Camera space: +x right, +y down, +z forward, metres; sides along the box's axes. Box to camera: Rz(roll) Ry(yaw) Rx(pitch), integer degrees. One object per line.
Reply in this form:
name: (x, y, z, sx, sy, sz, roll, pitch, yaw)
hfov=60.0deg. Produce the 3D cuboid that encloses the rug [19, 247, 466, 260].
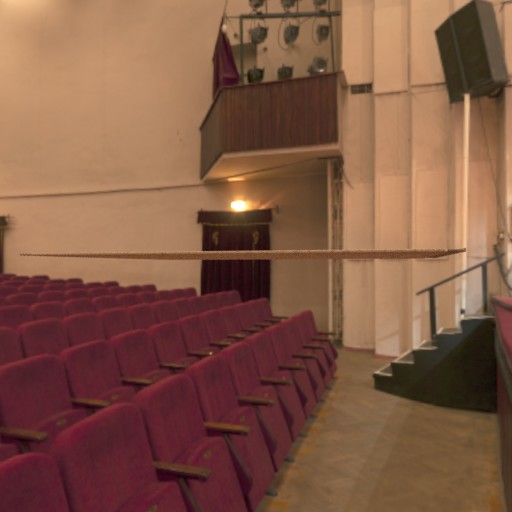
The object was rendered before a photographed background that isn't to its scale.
rug: (0.000, 0.000, 2.235, 1.771, 0.015, 1.223, 0, -1, 18)
